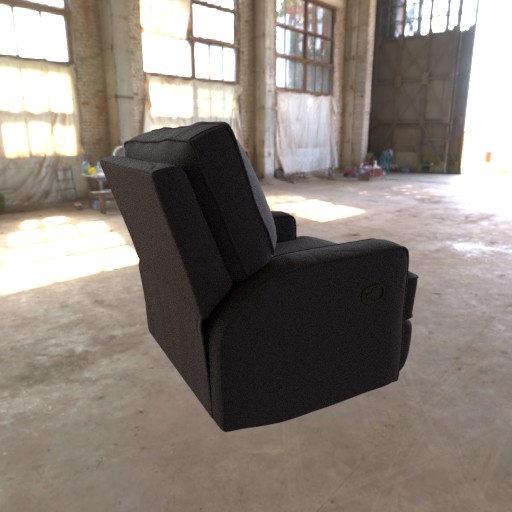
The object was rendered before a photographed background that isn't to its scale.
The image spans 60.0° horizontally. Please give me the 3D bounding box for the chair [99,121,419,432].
[{"bbox_3d":[0.000,0.000,1.688,0.964,0.962,0.861,-8,17,-27],"label":"chair"}]
